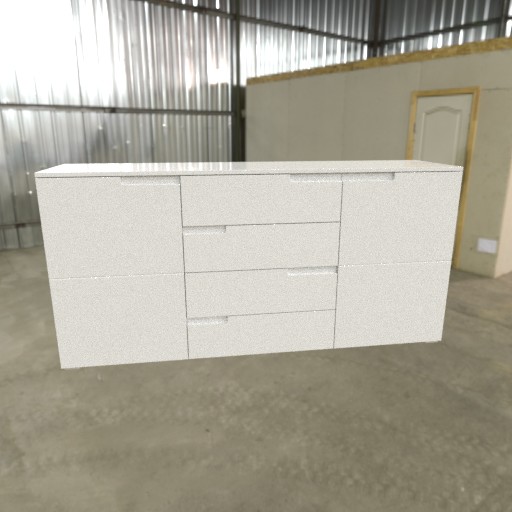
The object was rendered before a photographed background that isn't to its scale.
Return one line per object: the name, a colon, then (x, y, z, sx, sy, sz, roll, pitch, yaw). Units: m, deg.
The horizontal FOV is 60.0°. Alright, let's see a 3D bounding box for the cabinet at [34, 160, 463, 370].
cabinet: (0.000, 0.000, 1.990, 1.650, 0.800, 0.400, -2, 16, -8)
